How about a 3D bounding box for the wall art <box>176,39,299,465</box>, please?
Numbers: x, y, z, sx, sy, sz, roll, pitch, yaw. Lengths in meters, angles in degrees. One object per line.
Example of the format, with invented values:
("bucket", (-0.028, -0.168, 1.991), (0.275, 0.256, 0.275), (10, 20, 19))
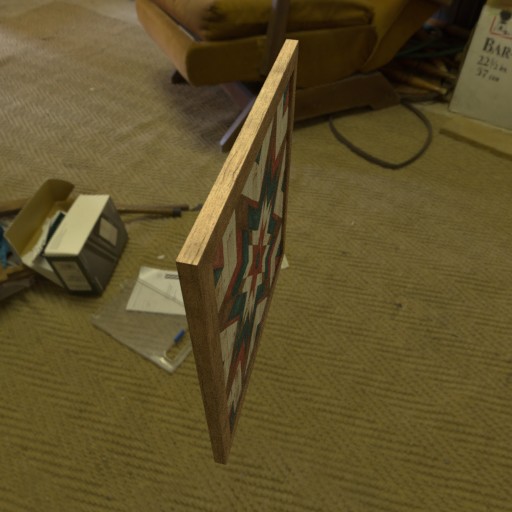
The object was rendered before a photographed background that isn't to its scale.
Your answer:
("wall art", (0.000, 0.000, 1.009), (0.029, 0.691, 0.695), (10, 48, 9))
